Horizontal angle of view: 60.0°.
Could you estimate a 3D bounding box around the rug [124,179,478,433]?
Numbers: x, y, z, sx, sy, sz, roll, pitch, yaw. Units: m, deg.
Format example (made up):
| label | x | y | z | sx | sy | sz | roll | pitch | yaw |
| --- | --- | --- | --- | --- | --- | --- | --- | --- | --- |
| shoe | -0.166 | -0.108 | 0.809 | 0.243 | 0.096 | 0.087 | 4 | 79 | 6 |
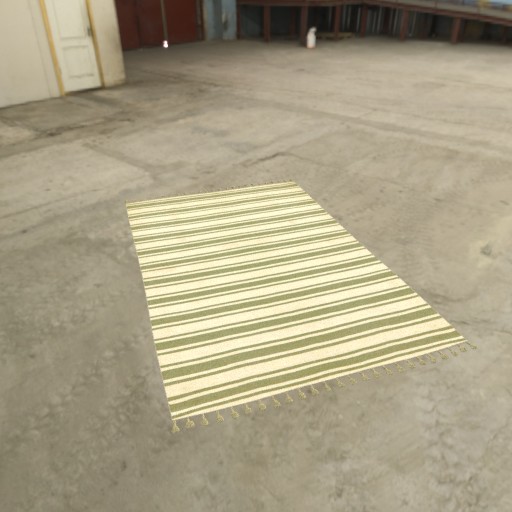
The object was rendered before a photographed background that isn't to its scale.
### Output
| label | x | y | z | sx | sy | sz | roll | pitch | yaw |
| --- | --- | --- | --- | --- | --- | --- | --- | --- | --- |
| rug | 0.000 | 0.000 | 2.986 | 1.540 | 0.018 | 2.435 | -10 | 33 | -16 |
